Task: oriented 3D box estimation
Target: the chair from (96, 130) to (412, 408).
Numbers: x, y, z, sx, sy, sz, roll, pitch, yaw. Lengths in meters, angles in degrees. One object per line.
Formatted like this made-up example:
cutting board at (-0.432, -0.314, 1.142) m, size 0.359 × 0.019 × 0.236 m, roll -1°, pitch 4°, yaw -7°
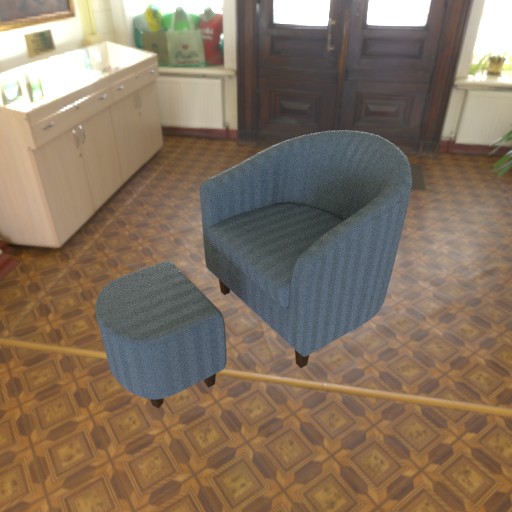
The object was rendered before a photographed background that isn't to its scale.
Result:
chair at (0.000, 0.000, 1.785) m, size 1.288 × 0.757 × 0.756 m, roll -21°, pitch 38°, yaw -29°
